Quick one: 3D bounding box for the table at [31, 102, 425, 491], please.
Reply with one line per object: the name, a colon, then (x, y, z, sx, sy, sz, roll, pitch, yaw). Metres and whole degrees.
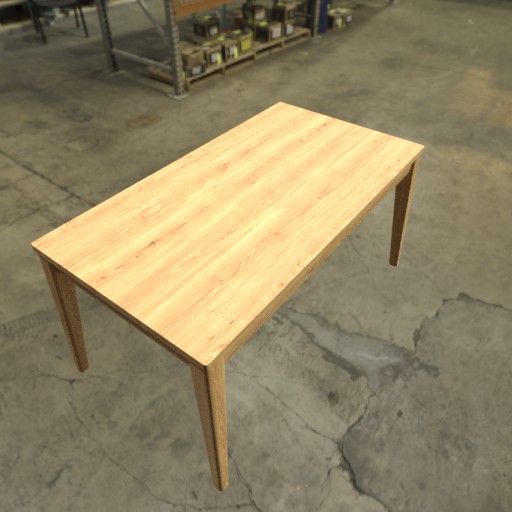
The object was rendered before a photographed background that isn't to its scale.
table: (0.000, 0.000, 2.086, 0.900, 0.760, 1.600, 27, 49, 27)
